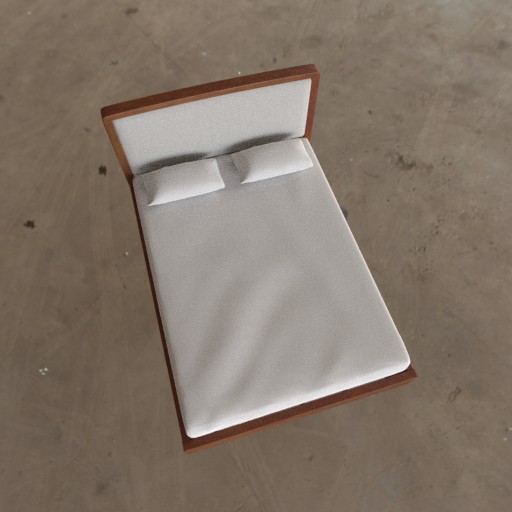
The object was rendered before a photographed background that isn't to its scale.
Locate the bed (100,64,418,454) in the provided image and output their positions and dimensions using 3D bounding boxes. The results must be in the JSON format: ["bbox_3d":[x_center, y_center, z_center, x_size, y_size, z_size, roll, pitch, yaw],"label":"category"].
[{"bbox_3d":[0.000,0.000,3.193,1.587,1.275,2.196,-15,63,-8],"label":"bed"}]
